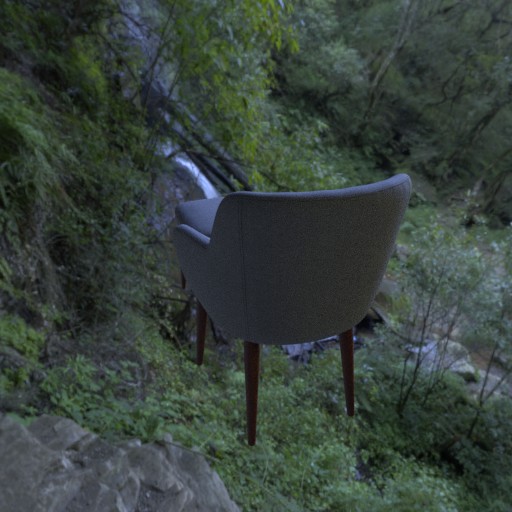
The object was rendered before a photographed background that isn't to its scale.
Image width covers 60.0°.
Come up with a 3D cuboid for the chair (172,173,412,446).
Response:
[{"bbox_3d":[0.000,0.000,1.553,0.584,0.799,1.107,-9,28,-18],"label":"chair"}]
